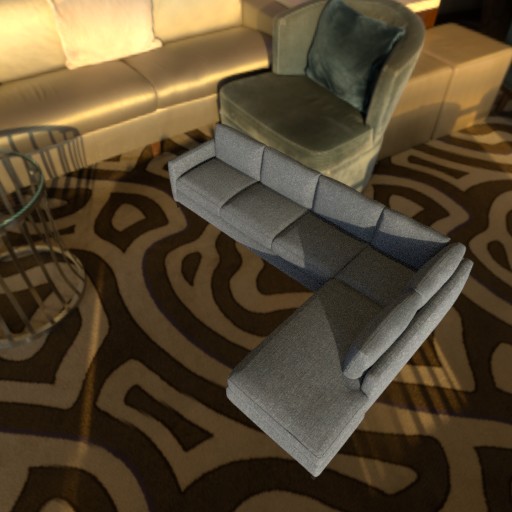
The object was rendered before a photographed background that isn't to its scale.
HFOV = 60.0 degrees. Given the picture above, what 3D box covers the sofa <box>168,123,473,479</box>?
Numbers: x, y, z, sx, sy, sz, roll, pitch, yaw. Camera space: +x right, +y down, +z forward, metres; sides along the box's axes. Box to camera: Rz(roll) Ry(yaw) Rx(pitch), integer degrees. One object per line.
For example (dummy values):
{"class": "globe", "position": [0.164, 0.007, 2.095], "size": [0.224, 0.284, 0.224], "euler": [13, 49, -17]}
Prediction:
{"class": "sofa", "position": [0.000, 0.000, 3.840], "size": [2.949, 0.815, 2.007], "euler": [34, 55, 29]}
